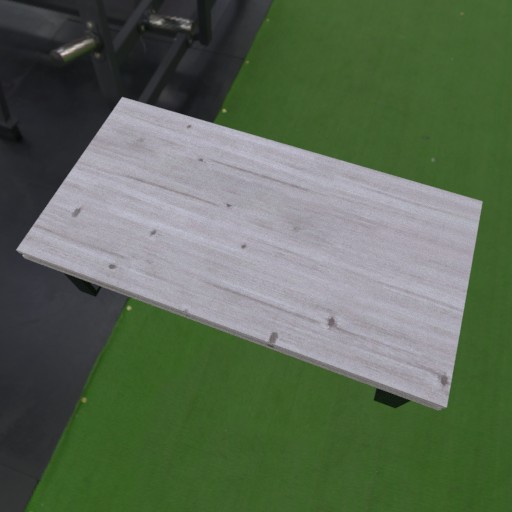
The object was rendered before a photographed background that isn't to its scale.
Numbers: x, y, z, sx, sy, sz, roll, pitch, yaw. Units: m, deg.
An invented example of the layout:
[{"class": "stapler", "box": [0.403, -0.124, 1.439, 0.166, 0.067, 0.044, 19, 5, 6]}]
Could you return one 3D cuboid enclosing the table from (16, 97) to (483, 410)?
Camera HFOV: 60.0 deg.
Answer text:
[{"class": "table", "box": [0.000, 0.000, 1.637, 1.350, 0.450, 0.700, 19, 65, 9]}]
